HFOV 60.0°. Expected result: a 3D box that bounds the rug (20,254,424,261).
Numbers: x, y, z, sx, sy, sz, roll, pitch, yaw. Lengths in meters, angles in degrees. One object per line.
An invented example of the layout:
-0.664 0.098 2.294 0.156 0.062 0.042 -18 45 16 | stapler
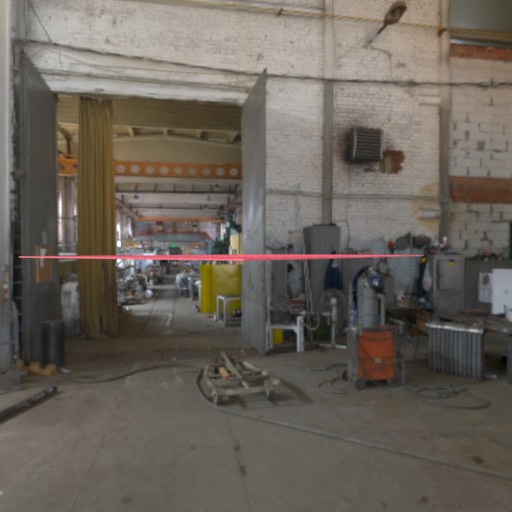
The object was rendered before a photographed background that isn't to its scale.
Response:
0.000 0.000 2.293 1.209 0.008 1.814 0 1 35 | rug
